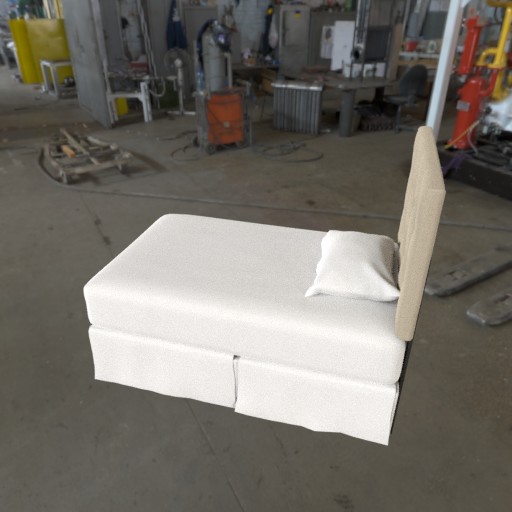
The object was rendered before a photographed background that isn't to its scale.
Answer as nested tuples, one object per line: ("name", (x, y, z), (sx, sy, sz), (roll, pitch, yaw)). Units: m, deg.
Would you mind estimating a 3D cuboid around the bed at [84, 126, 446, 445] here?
("bed", (0.000, 0.000, 2.923), (1.997, 1.571, 1.261), (8, 31, 14))
